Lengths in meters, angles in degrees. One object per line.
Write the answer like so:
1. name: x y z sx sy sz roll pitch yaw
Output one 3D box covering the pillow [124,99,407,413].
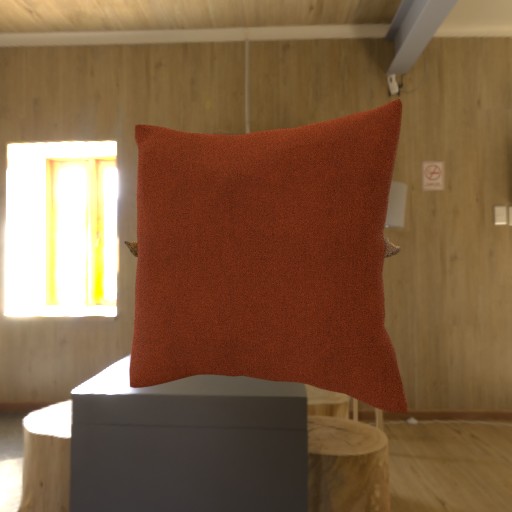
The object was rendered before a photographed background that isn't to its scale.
1. pillow: 0.000 0.000 0.761 0.490 0.482 0.165 0 0 17
